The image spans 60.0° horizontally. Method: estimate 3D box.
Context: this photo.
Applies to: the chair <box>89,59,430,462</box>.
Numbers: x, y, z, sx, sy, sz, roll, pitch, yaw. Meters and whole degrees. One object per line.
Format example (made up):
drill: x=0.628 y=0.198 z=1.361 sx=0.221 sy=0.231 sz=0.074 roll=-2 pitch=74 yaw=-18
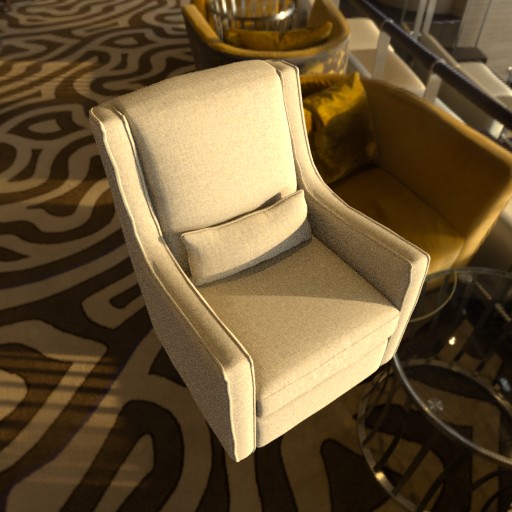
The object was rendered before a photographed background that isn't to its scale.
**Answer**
chair: x=0.000 y=0.000 z=1.520 sx=0.732 sy=0.993 sz=0.879 roll=-25 pitch=51 yaw=-23
